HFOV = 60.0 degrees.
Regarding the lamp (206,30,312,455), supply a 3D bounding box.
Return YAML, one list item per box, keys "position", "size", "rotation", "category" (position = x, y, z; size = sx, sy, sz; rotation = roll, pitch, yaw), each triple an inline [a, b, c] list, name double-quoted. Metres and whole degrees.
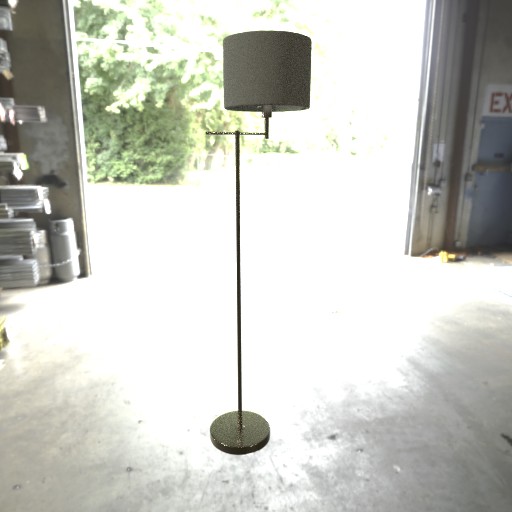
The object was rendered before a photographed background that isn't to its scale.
- position: [0.000, 0.000, 1.785]
  size: [0.416, 1.600, 0.324]
  rotation: [-7, 15, -26]
  category: "lamp"
